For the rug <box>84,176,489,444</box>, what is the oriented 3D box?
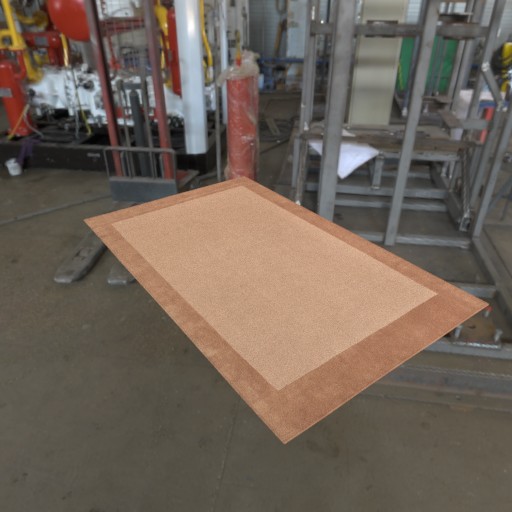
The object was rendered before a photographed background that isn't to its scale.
[{"bbox_3d":[0.000,0.000,2.993,1.524,0.014,2.438,-21,38,-30],"label":"rug"}]
